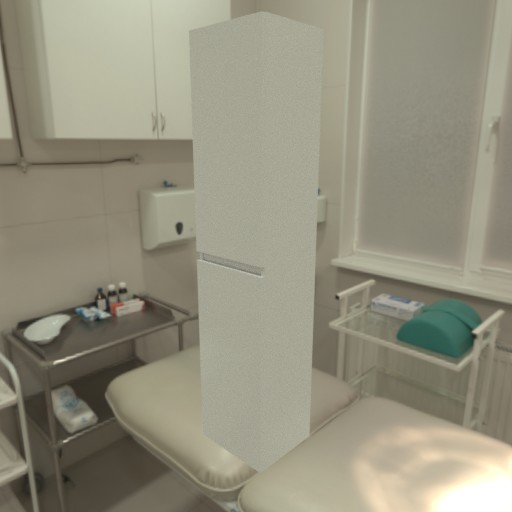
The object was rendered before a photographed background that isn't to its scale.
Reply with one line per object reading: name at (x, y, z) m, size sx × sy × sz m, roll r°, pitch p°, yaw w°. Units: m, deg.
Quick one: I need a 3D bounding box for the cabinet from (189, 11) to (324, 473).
cabinet at (0.000, 0.000, 1.503) m, size 0.300 × 1.400 × 0.270 m, roll 13°, pitch 20°, yaw 42°
